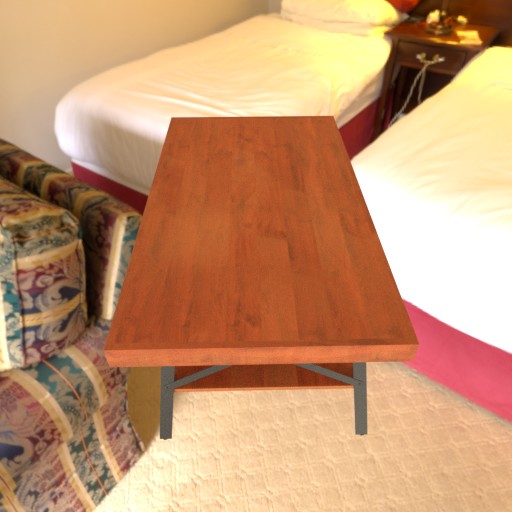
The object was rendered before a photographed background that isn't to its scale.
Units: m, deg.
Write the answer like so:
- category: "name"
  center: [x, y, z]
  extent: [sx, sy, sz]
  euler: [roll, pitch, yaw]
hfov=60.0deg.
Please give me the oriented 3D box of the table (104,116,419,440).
- category: "table"
  center: [0.000, 0.000, 1.402]
  extent: [0.610, 0.457, 1.067]
  euler: [-1, 41, -1]
